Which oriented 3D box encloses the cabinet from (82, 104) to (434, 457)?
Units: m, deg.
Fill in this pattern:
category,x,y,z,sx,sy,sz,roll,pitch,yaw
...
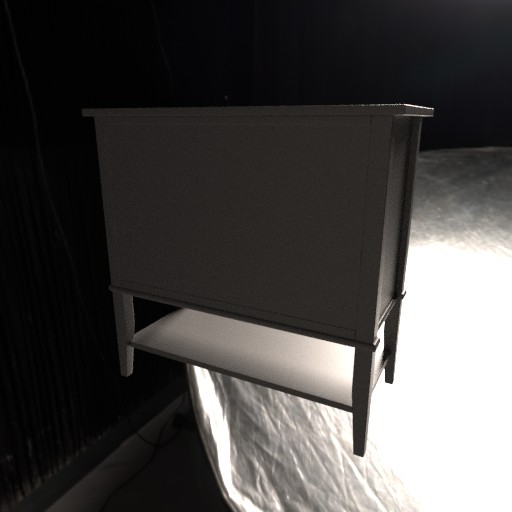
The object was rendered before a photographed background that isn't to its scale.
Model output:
category,x,y,z,sx,sy,sz,roll,pitch,yaw
cabinet,0.000,0.000,1.238,0.801,0.780,0.396,9,19,26
